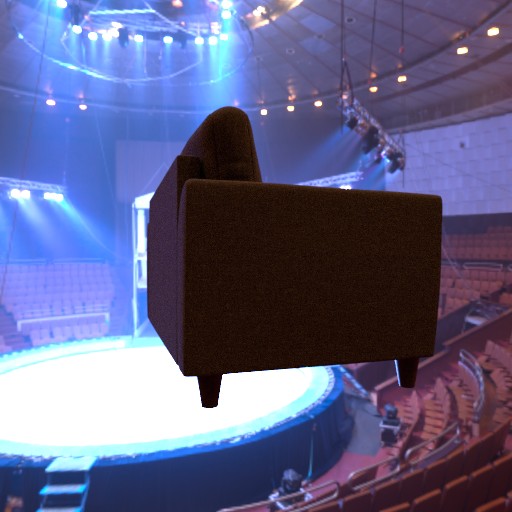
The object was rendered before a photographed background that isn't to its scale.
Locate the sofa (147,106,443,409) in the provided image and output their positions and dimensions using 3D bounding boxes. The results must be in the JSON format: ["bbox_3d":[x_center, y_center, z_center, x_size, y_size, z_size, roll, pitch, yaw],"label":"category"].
[{"bbox_3d":[0.000,0.000,1.966,0.851,0.885,1.423,0,-1,-18],"label":"sofa"}]
